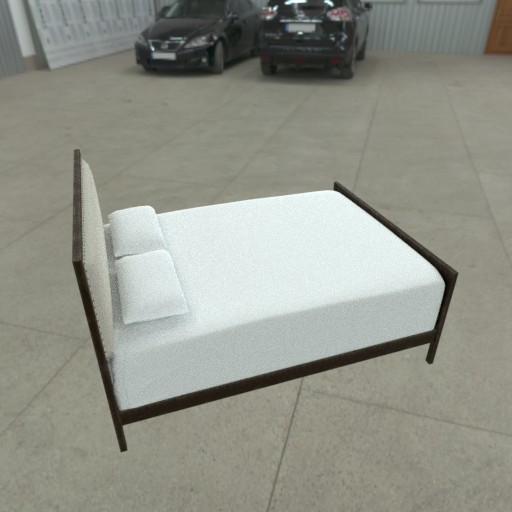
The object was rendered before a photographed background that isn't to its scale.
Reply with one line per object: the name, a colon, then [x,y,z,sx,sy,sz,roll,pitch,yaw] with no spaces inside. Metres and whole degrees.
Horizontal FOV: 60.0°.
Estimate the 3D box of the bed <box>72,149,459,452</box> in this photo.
bed: [0.000,0.000,3.195,2.221,1.313,1.607,-10,33,-16]
